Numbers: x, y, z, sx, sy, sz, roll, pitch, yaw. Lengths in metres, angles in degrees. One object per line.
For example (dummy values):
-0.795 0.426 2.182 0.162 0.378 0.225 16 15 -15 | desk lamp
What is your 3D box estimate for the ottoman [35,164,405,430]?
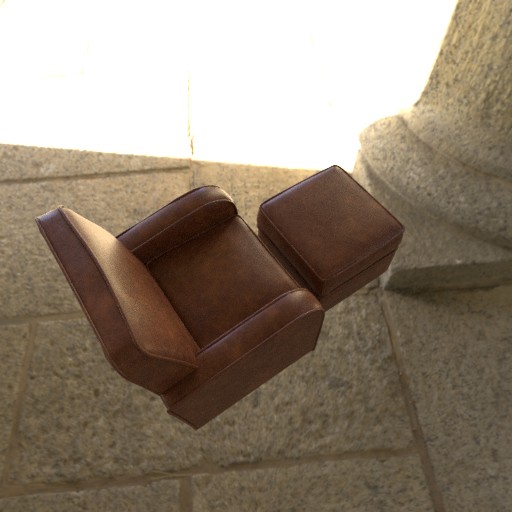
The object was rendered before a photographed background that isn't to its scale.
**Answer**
0.000 0.000 1.832 1.314 0.904 0.732 -30 63 -18 | ottoman
